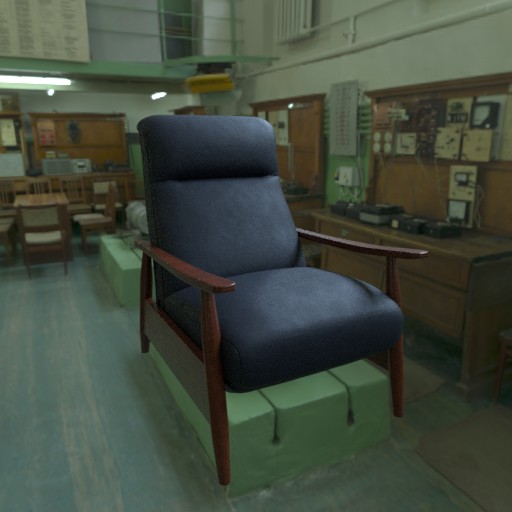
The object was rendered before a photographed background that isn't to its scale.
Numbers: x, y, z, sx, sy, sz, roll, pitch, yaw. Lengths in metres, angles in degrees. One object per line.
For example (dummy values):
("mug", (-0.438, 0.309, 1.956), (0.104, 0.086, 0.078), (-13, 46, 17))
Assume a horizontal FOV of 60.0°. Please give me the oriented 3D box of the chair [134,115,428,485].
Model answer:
("chair", (0.000, 0.000, 1.734), (0.762, 1.082, 1.014), (-8, 17, -27))
